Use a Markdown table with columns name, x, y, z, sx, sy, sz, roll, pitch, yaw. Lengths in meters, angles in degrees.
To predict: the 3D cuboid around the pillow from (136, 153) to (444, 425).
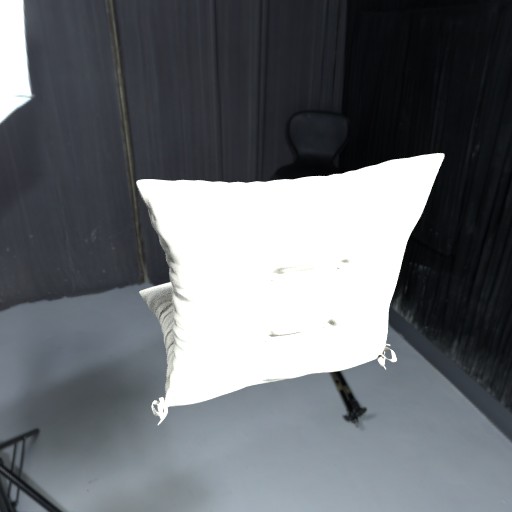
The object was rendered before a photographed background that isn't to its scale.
| name | x | y | z | sx | sy | sz | roll | pitch | yaw |
| --- | --- | --- | --- | --- | --- | --- | --- | --- | --- |
| pillow | 0.000 | 0.000 | 0.990 | 0.541 | 0.536 | 0.585 | -9 | 28 | -17 |
